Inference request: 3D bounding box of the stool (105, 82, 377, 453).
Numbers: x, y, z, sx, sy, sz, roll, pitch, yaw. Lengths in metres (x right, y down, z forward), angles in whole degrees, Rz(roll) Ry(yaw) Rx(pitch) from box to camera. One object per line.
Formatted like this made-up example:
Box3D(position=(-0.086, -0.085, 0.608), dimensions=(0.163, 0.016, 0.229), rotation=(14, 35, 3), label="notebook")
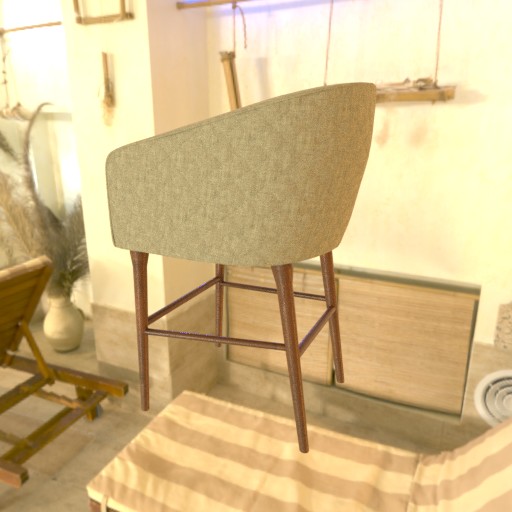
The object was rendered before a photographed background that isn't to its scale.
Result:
Box3D(position=(0.000, 0.000, 1.335), dimensions=(0.635, 0.952, 0.559), rotation=(8, 19, 24), label="stool")
